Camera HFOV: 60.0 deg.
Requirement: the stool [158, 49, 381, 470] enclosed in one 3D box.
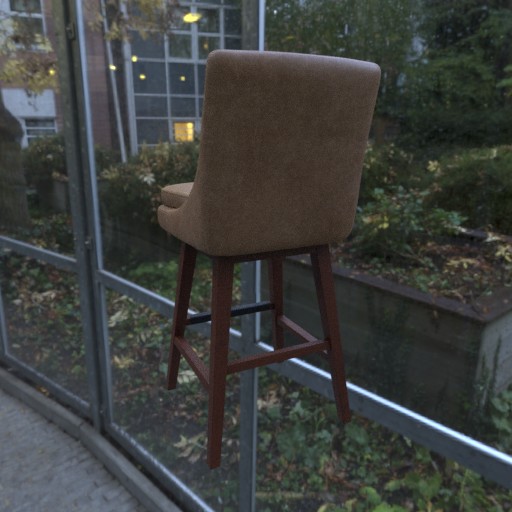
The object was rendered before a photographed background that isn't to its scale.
[{"bbox_3d":[0.000,0.000,1.376,0.487,1.079,0.572,-7,17,-25],"label":"stool"}]
